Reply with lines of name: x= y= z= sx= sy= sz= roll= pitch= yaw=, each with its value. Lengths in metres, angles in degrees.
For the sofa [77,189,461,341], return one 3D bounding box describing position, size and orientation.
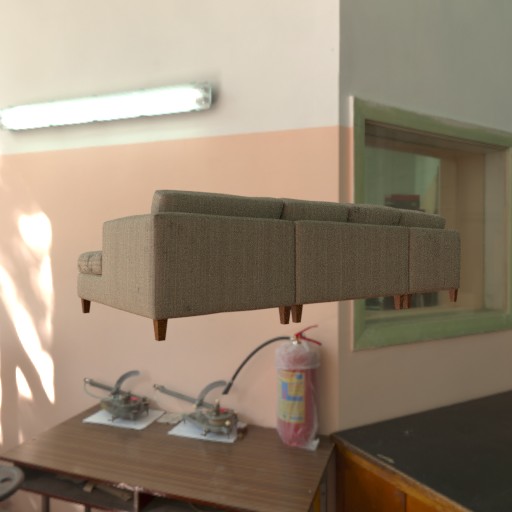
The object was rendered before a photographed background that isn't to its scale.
sofa: x=0.000 y=0.000 z=4.598 sx=3.460 sy=0.961 sz=2.594 roll=0 pitch=1 yaw=-37
